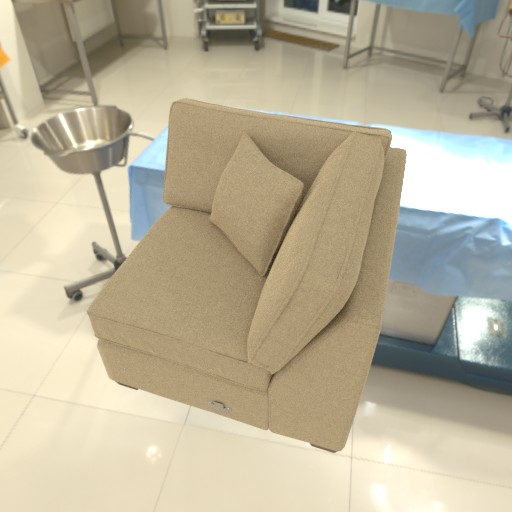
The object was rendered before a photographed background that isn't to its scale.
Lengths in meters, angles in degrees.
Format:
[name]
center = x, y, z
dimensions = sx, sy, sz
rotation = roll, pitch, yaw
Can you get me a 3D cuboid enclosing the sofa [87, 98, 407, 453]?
[sofa]
center = 0.000, 0.000, 1.940
dimensions = 1.084, 1.002, 1.146
rotation = 12, 43, 14
